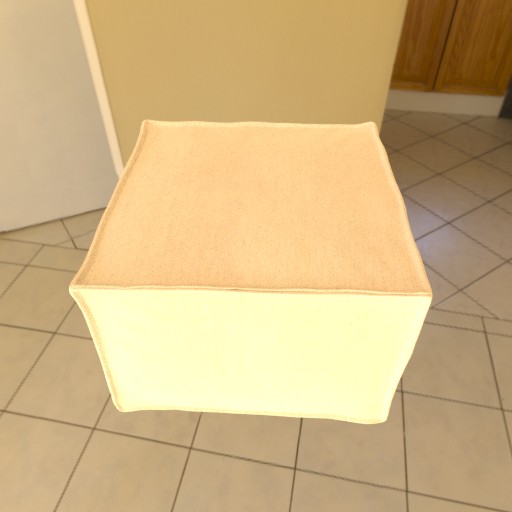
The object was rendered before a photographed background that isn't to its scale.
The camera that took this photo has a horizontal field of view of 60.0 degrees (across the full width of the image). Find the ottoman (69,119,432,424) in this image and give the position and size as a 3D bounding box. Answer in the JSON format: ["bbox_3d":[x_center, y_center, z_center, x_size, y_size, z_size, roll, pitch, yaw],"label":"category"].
[{"bbox_3d":[0.000,0.000,1.176,0.696,0.470,0.707,1,43,1],"label":"ottoman"}]
